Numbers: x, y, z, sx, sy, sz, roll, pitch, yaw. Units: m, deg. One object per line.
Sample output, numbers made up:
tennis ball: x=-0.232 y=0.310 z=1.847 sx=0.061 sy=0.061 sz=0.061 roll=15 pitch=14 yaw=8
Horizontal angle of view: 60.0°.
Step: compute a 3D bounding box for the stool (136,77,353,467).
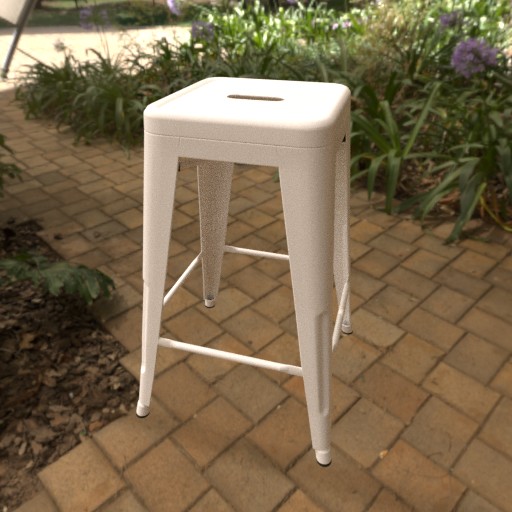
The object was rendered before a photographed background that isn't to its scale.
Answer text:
stool: x=0.000 y=0.000 z=0.872 sx=0.406 sy=0.610 sz=0.406 roll=9 pitch=33 yaw=14
